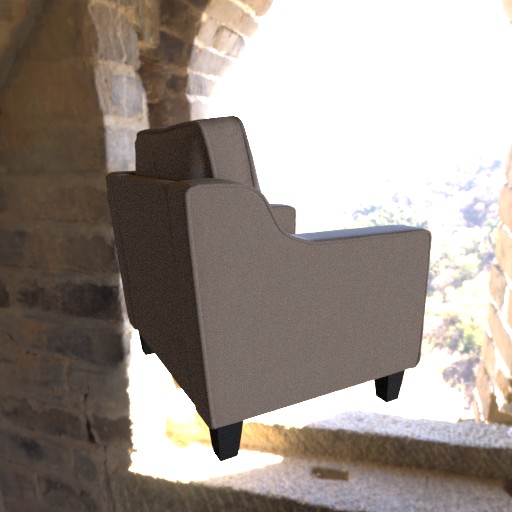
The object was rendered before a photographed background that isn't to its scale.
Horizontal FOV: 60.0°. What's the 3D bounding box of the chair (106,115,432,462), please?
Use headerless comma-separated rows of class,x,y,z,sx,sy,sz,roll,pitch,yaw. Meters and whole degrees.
chair,0.000,0.000,1.657,0.882,0.948,0.922,-7,14,-28
